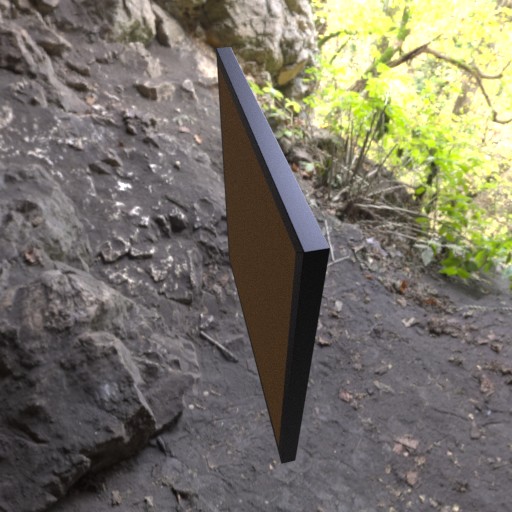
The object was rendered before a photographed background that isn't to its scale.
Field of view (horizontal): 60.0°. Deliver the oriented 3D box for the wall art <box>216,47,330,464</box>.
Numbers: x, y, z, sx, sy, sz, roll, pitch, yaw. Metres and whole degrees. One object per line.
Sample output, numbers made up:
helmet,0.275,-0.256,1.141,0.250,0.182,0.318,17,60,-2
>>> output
wall art,0.000,0.000,1.142,0.038,0.765,0.765,-9,46,-9
